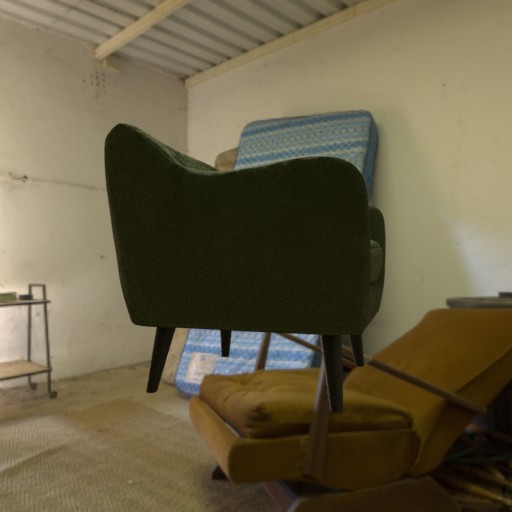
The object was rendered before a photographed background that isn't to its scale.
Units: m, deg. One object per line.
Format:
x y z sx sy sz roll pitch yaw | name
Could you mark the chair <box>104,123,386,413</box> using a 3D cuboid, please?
0.000 0.000 1.492 0.819 0.804 0.840 -1 -2 19 | chair
